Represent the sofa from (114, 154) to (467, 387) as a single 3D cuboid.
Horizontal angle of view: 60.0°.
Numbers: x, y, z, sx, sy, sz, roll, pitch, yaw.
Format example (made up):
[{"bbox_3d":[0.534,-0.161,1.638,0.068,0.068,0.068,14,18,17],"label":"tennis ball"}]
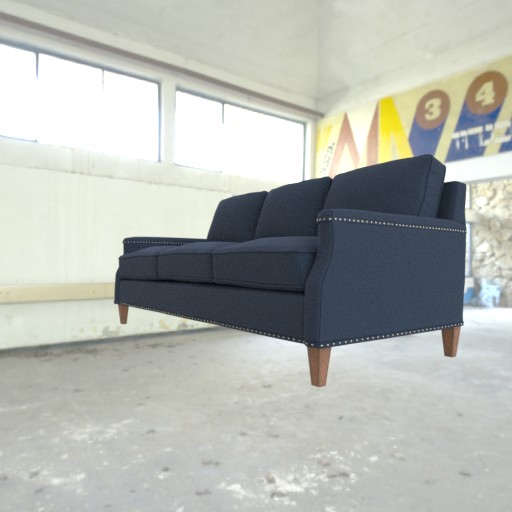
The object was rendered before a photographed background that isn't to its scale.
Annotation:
[{"bbox_3d":[0.000,0.000,2.786,1.084,1.003,2.246,1,-1,-36],"label":"sofa"}]
